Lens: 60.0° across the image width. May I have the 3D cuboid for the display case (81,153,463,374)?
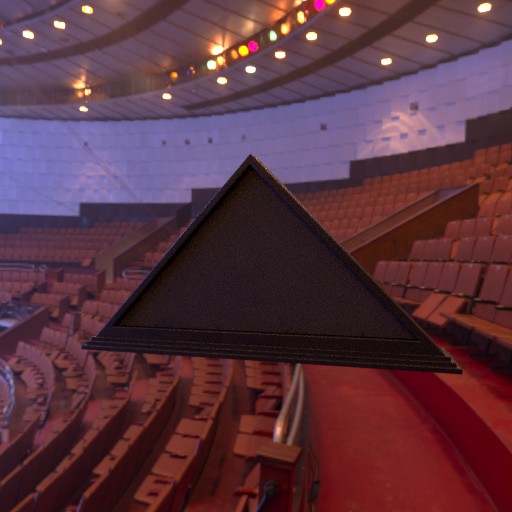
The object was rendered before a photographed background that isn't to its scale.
[{"bbox_3d":[0.000,0.000,0.768,0.640,0.340,0.095,0,-1,16],"label":"display case"}]
